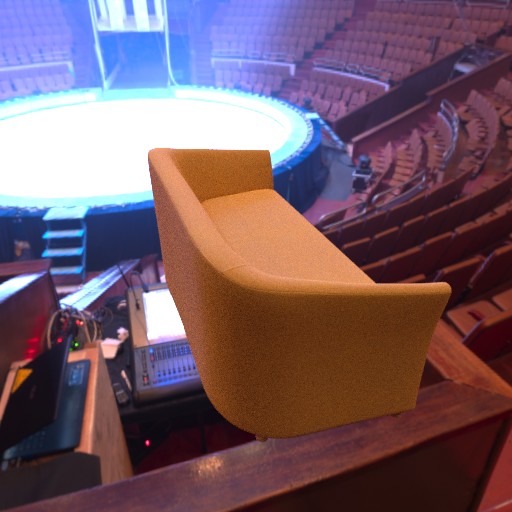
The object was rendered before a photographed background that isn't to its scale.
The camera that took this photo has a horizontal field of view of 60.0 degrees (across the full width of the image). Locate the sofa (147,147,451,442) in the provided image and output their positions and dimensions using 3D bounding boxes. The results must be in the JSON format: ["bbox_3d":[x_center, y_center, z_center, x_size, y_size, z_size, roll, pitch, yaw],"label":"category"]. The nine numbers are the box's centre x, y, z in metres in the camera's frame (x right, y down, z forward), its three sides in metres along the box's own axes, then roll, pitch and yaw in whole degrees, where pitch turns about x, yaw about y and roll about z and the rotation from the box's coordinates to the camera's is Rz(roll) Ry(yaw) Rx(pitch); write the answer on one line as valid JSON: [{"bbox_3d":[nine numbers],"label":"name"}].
[{"bbox_3d":[0.000,0.000,1.882,0.705,0.721,1.452,-11,32,-18],"label":"sofa"}]
